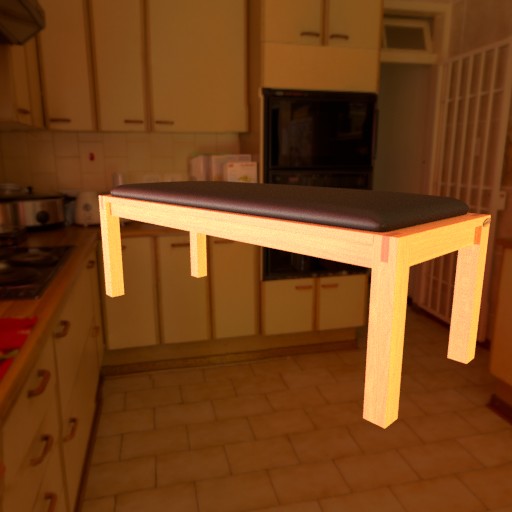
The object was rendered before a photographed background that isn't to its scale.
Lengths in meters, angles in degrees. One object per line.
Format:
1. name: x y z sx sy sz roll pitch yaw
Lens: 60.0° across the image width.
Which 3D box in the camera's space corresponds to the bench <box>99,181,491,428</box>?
1. bench: 0.000 0.000 1.395 0.450 0.430 1.202 -12 17 -43
